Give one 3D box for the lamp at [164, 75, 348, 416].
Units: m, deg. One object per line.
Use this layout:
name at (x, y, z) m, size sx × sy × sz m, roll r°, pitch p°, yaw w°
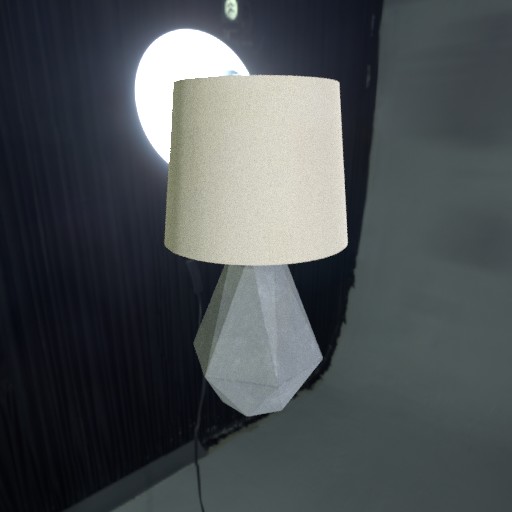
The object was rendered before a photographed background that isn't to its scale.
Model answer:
lamp at (0.000, 0.000, 0.689) m, size 0.276 × 0.501 × 0.276 m, roll 0°, pitch 16°, yaw 0°
